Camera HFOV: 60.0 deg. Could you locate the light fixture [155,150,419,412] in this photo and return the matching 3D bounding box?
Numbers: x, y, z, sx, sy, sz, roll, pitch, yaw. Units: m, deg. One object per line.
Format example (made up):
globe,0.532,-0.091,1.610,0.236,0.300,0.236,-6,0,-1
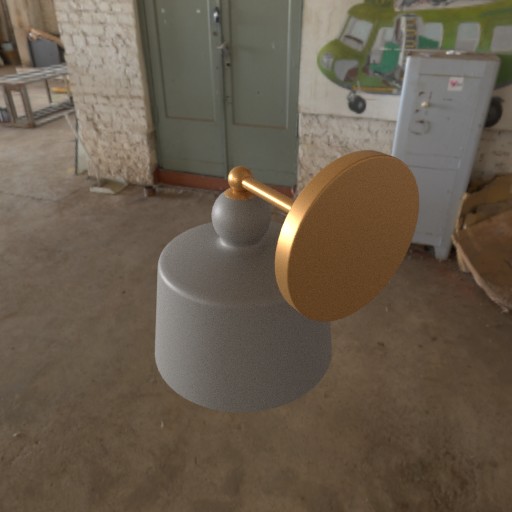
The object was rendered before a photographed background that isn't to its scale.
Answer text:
light fixture,0.000,0.000,0.434,0.204,0.268,0.254,-19,36,-29
